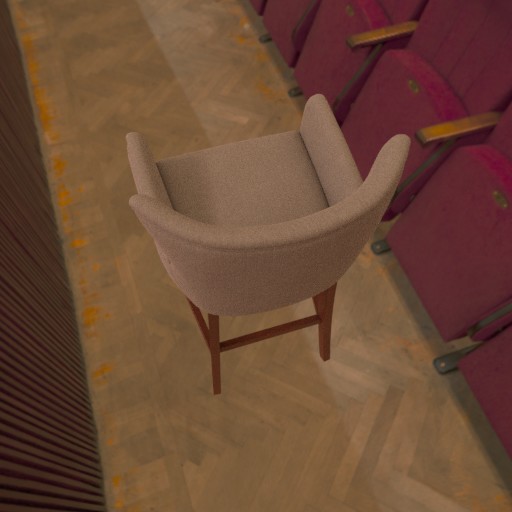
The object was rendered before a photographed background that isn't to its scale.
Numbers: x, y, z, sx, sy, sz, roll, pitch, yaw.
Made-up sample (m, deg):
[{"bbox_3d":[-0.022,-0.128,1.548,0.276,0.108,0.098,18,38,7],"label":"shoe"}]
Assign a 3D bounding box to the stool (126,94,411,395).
[{"bbox_3d":[0.000,0.000,1.346,0.575,1.047,0.575,-15,59,-9],"label":"stool"}]
